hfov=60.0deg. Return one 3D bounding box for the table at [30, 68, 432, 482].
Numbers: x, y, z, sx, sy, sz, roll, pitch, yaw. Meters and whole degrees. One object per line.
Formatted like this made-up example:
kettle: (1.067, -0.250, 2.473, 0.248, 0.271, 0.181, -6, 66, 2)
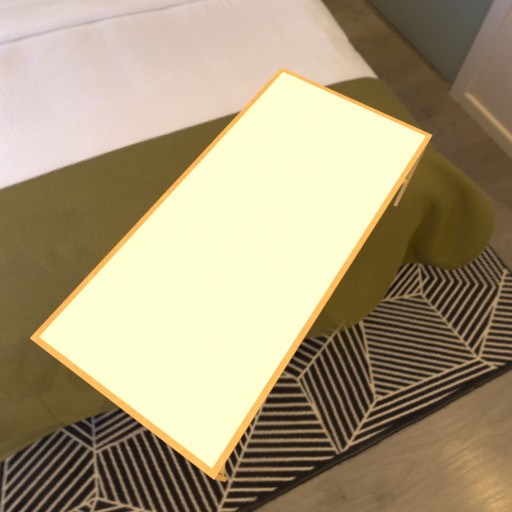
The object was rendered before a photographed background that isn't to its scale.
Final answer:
table: (0.000, 0.000, 1.463, 0.580, 0.398, 1.206, 30, 66, 15)
